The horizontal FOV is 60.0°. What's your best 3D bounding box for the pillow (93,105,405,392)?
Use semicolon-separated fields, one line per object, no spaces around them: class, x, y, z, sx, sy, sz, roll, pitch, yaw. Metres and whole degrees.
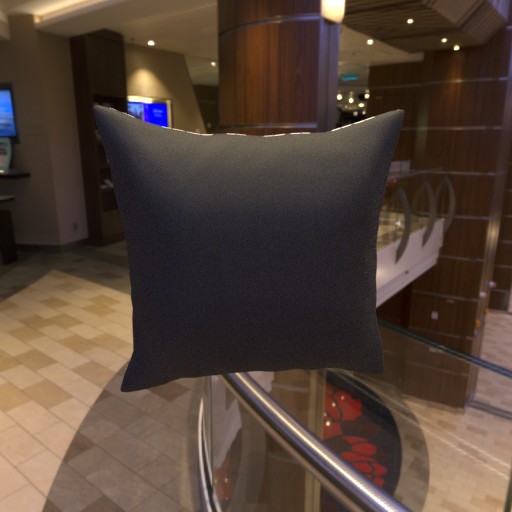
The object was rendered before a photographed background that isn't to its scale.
pillow;0.000;0.000;0.773;0.504;0.494;0.188;-2;15;-8
